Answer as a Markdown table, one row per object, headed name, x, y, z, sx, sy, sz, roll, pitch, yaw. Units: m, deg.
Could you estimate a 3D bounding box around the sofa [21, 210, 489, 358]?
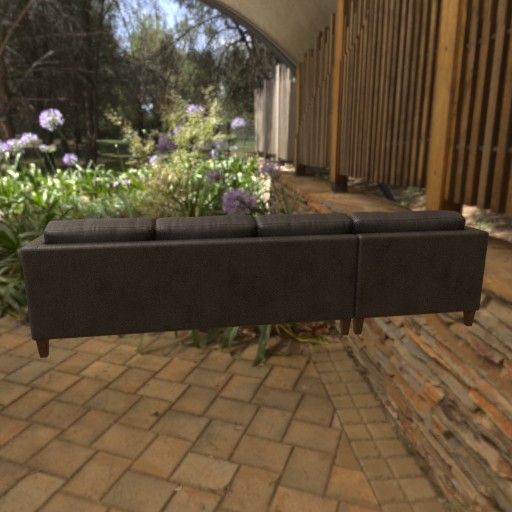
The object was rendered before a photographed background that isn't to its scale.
| name | x | y | z | sx | sy | sz | roll | pitch | yaw |
| --- | --- | --- | --- | --- | --- | --- | --- | --- | --- |
| sofa | 0.000 | 0.000 | 3.791 | 3.203 | 0.883 | 1.581 | -2 | 14 | -10 |
